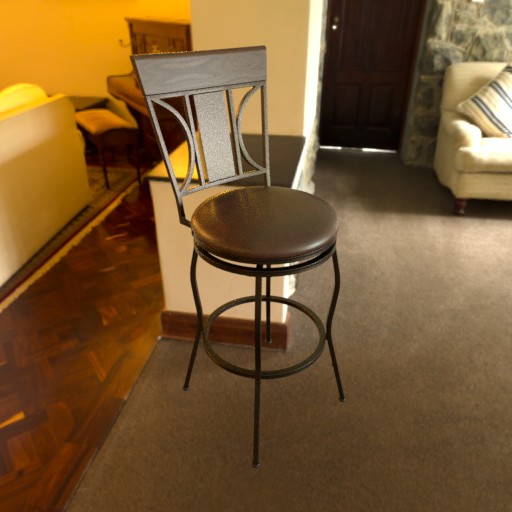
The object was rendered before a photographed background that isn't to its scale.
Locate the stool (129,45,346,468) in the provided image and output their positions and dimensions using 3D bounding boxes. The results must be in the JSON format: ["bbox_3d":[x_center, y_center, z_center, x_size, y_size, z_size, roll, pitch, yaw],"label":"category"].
[{"bbox_3d":[0.000,0.000,1.371,0.448,1.130,0.513,-22,37,-34],"label":"stool"}]
